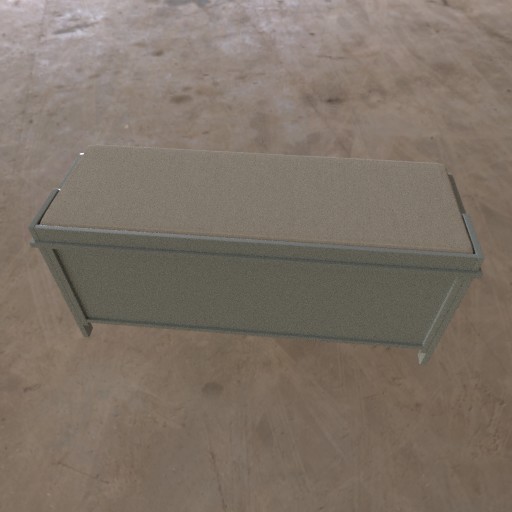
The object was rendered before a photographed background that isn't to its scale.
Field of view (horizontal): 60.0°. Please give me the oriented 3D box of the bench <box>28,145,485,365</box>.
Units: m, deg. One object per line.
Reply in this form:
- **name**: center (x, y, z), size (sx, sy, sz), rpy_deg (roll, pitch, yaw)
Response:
- **bench**: center (0.000, 0.000, 1.391), size (1.140, 0.501, 0.398), rpy_deg (4, 47, 4)
